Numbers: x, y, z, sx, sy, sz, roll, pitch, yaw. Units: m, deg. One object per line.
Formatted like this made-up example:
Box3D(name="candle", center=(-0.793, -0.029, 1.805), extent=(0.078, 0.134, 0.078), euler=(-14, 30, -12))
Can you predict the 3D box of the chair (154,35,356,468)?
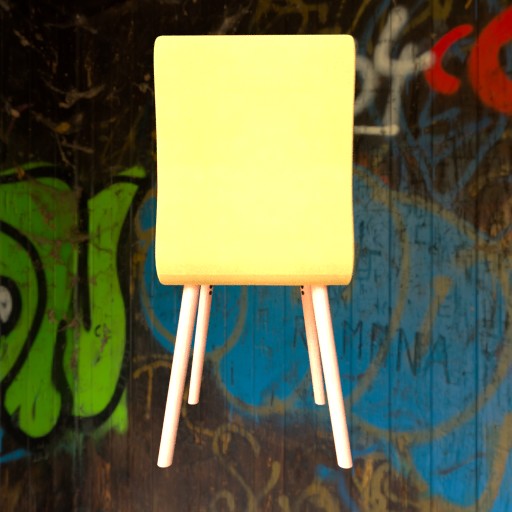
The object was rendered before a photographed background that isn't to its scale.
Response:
Box3D(name="chair", center=(0.000, 0.000, 1.238), extent=(0.450, 0.965, 0.550), euler=(0, 0, 1))
